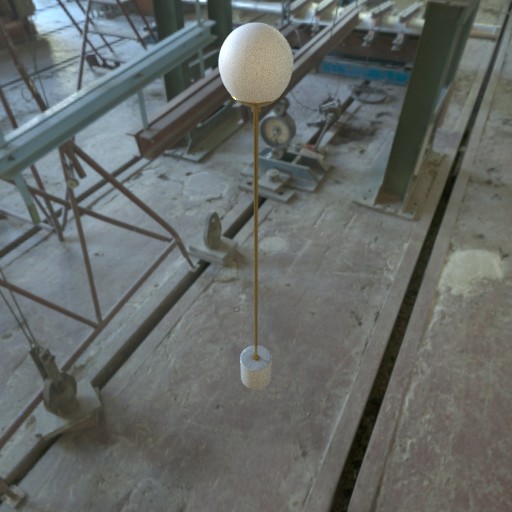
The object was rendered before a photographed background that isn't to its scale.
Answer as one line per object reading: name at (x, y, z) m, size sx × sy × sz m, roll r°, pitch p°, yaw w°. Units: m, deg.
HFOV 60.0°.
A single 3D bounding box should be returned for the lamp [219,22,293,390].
lamp at (0.000, 0.000, 1.834) m, size 0.224 × 1.753 × 0.224 m, roll -12°, pitch 43°, yaw -14°
